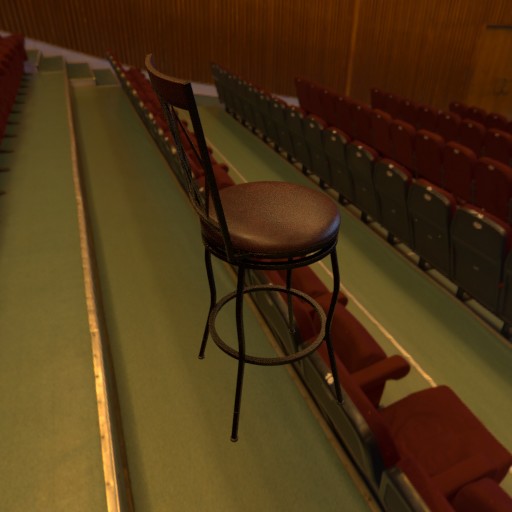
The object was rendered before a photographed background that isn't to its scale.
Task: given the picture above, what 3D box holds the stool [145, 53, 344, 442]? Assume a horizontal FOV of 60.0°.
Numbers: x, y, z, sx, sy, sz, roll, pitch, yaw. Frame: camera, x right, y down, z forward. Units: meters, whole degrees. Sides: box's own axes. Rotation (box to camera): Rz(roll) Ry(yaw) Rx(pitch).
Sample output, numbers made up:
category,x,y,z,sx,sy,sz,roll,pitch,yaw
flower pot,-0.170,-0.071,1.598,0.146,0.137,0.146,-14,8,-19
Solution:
category,x,y,z,sx,sy,sz,roll,pitch,yaw
stool,0.000,0.000,1.386,0.521,1.134,0.432,-12,34,-18
